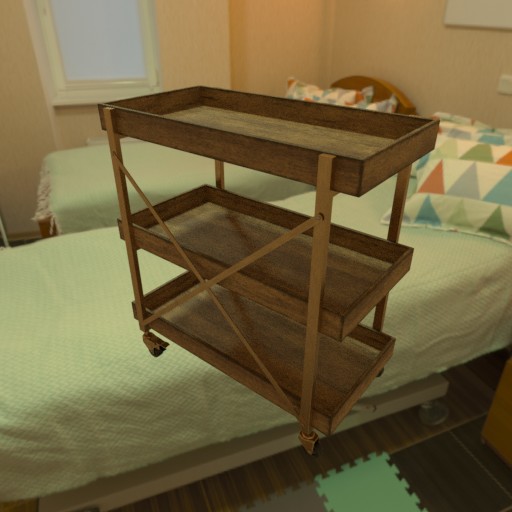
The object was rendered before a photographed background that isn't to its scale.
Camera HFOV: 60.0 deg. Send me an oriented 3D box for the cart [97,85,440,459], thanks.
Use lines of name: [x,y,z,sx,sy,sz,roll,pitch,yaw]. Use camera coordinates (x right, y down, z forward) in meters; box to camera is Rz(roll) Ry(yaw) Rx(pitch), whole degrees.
cart: [0.000,0.000,1.258,0.750,0.799,0.416,22,36,33]
